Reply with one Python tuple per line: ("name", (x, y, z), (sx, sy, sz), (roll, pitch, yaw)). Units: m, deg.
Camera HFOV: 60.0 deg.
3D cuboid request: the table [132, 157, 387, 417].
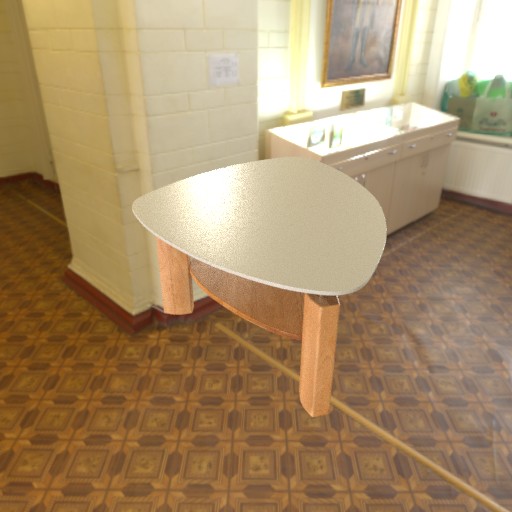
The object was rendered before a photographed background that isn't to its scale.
("table", (0.000, 0.000, 1.655), (0.850, 0.440, 1.250), (0, 26, 0))
